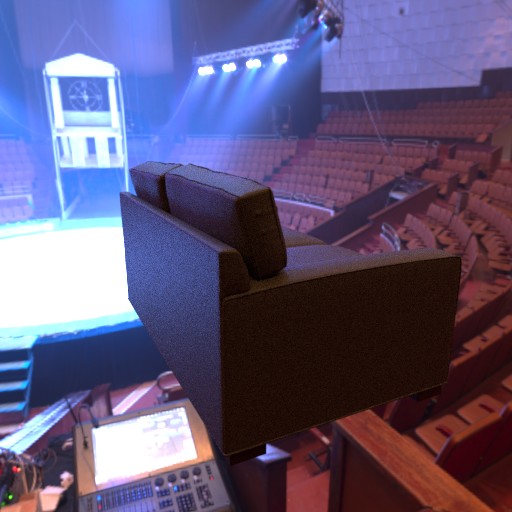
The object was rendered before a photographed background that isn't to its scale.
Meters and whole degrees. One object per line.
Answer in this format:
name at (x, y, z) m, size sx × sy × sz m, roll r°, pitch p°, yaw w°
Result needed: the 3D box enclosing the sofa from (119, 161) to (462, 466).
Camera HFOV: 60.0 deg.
sofa at (0.000, 0.000, 2.117) m, size 0.974 × 0.887 × 1.534 m, roll -7°, pitch 17°, yaw -25°
